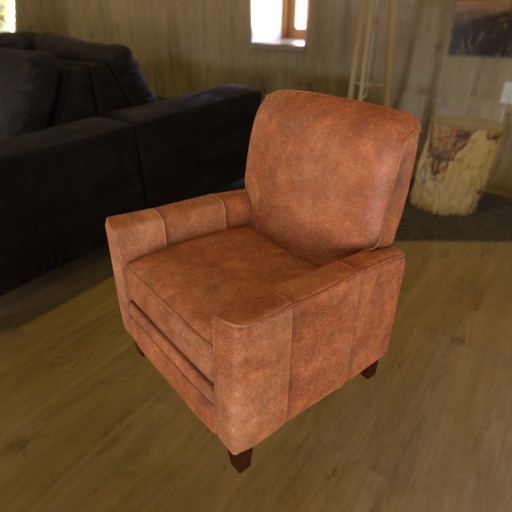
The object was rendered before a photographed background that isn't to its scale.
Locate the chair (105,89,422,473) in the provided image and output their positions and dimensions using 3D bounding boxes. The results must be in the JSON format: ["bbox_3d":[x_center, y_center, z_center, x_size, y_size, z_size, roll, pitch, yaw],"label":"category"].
[{"bbox_3d":[0.000,0.000,1.634,0.836,1.043,0.843,-22,36,-33],"label":"chair"}]
